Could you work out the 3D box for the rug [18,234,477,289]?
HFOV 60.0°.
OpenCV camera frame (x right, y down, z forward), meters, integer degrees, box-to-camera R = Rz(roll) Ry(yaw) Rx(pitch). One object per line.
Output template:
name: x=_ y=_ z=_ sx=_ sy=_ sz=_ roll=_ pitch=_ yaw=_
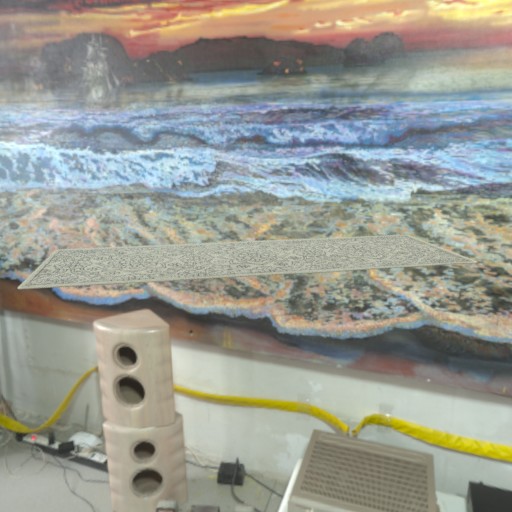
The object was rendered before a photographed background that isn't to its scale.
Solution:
rug: x=0.000 y=0.000 z=2.665 sx=2.431 sy=0.006 sz=0.806 roll=-3 pitch=15 yaw=-11
